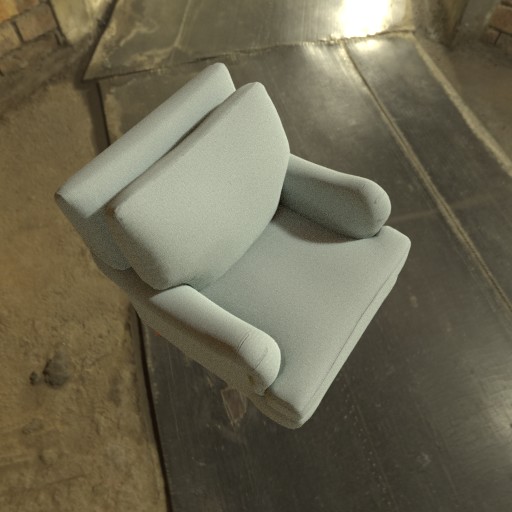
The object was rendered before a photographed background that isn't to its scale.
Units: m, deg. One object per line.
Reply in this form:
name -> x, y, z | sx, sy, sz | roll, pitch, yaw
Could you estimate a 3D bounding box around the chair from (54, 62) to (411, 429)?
chair -> 0.000, 0.000, 1.884 | 1.070, 1.038, 0.955 | 32, 64, 18
